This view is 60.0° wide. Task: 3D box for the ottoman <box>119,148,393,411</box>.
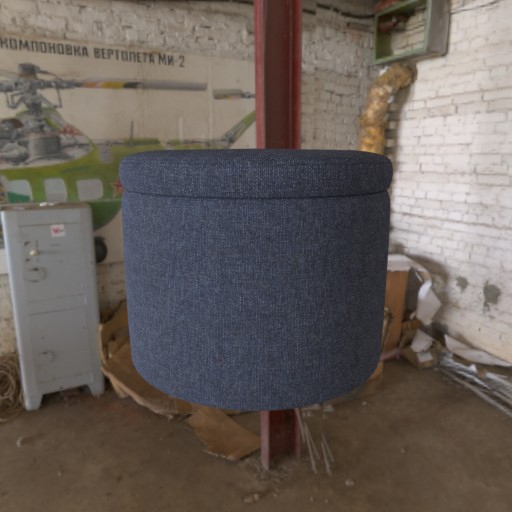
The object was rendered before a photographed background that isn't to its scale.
[{"bbox_3d":[0.000,0.000,0.912,0.520,0.430,0.520,0,13,0],"label":"ottoman"}]
